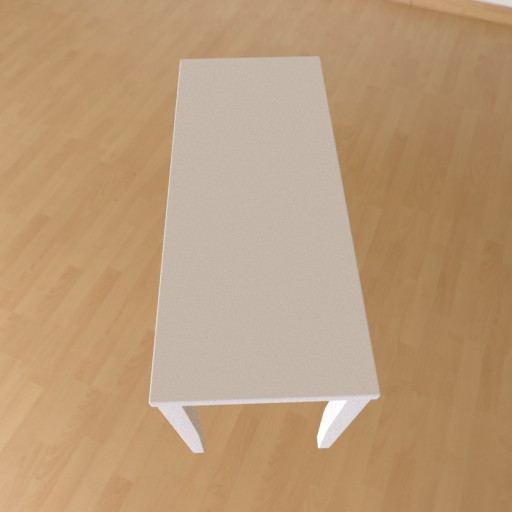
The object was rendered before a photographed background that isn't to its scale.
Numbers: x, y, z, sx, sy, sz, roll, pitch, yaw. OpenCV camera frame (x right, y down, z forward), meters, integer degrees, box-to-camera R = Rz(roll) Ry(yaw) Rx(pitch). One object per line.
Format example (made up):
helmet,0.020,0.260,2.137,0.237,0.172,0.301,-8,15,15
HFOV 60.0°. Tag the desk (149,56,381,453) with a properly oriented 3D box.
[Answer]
desk,0.000,0.000,1.616,0.508,0.775,1.220,-2,58,-1
